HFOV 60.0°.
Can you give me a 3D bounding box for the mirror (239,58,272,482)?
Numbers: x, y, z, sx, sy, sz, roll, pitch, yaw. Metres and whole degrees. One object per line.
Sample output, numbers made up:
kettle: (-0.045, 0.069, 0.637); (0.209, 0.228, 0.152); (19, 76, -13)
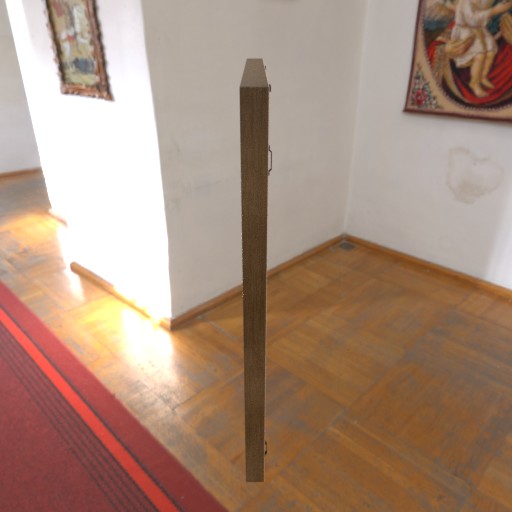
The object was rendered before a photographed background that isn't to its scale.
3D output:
mirror: (0.000, 0.000, 0.908); (0.040, 0.710, 0.507); (0, 27, 0)
